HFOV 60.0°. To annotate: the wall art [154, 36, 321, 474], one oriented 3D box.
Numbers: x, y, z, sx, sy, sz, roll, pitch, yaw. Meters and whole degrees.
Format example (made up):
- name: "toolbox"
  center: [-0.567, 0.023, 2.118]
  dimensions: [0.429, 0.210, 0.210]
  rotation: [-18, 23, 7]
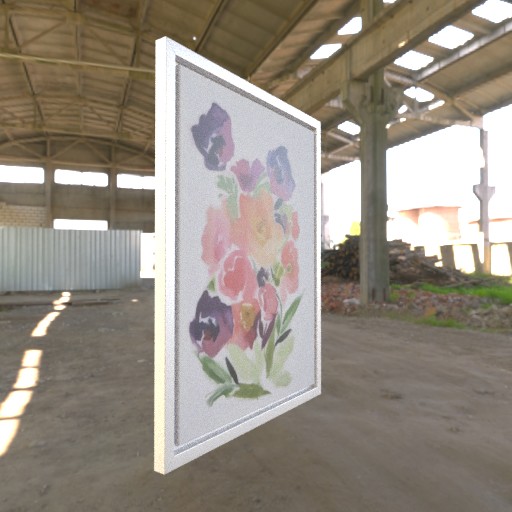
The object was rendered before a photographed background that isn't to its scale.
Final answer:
- name: "wall art"
  center: [0.000, 0.000, 1.404]
  dimensions: [0.042, 1.056, 0.805]
  rotation: [-1, -1, 36]
